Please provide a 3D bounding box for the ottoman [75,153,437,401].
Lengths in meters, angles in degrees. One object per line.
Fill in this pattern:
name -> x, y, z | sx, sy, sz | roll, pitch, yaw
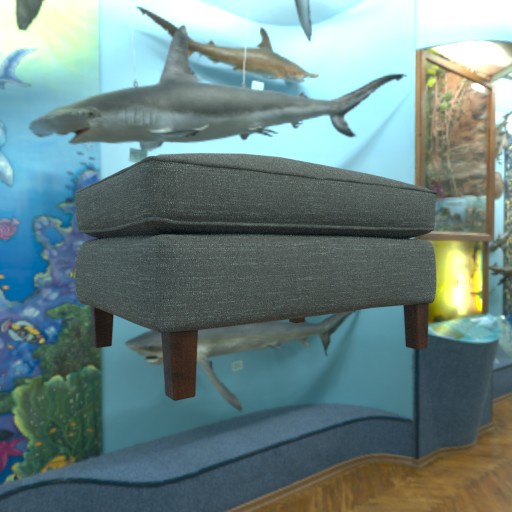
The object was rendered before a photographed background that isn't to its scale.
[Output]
ottoman -> 0.000, 0.000, 0.986 | 0.686, 0.406, 0.508 | -1, 1, -34
